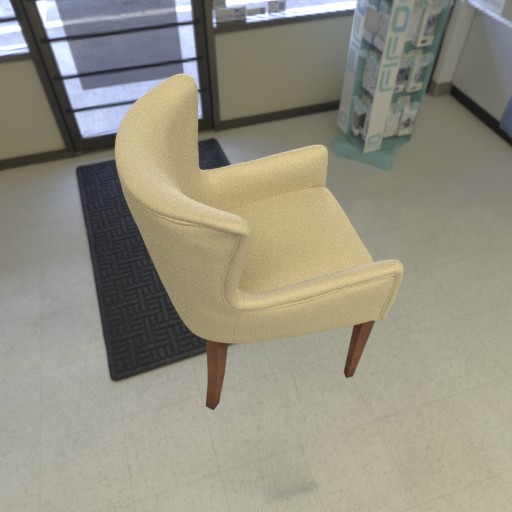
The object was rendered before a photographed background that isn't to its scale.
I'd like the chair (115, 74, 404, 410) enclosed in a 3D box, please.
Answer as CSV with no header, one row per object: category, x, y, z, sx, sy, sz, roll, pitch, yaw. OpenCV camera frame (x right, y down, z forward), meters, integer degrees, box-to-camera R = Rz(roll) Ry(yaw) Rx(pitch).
chair,0.000,0.000,1.429,0.686,0.952,0.660,-11,49,-10
